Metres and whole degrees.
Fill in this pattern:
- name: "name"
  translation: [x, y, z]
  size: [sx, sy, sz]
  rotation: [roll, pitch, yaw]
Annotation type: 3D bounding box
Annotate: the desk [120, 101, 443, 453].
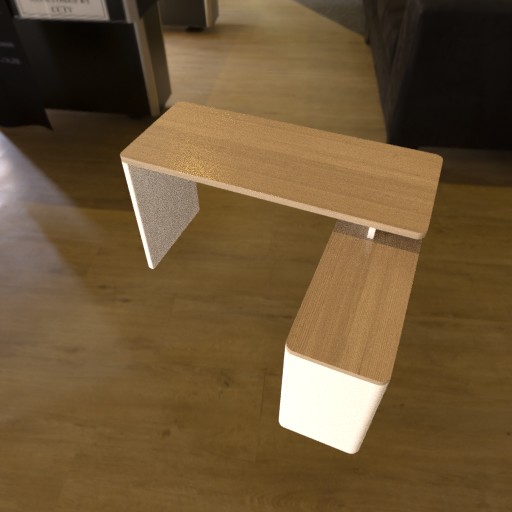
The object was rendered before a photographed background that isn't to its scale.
- name: "desk"
  translation: [0.000, 0.000, 2.143]
  size: [1.400, 0.770, 1.175]
  rotation: [17, 48, 15]
